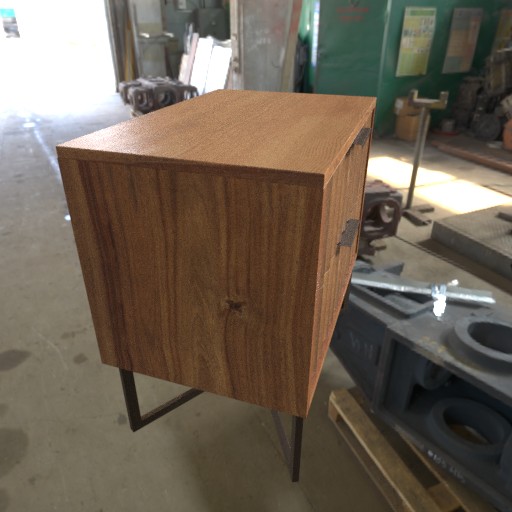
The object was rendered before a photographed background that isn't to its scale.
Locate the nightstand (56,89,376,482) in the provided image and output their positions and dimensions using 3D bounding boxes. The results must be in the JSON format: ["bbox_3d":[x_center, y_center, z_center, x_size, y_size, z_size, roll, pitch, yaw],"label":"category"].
[{"bbox_3d":[0.000,0.000,1.004,0.427,0.615,0.613,9,30,17],"label":"nightstand"}]
